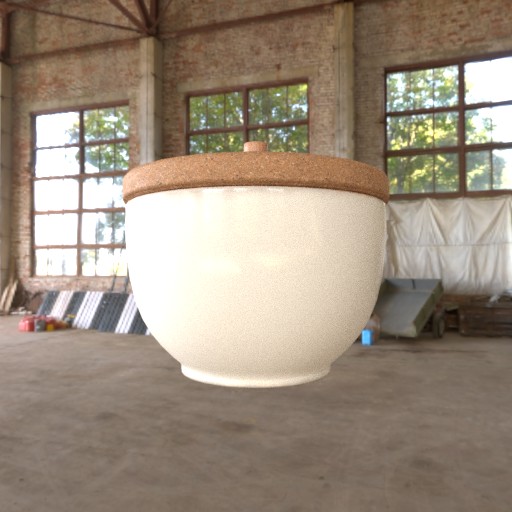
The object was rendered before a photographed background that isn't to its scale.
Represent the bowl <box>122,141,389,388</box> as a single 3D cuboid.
[{"bbox_3d":[0.000,0.000,0.218,0.126,0.110,0.126,0,-1,0],"label":"bowl"}]
